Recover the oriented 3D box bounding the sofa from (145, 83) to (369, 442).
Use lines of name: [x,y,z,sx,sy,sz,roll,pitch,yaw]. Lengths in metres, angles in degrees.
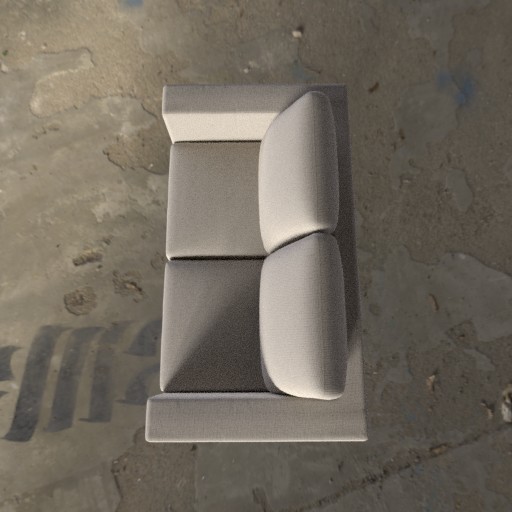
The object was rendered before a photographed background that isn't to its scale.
sofa: [0.000,0.000,2.361,1.009,0.932,1.813,0,76,0]
